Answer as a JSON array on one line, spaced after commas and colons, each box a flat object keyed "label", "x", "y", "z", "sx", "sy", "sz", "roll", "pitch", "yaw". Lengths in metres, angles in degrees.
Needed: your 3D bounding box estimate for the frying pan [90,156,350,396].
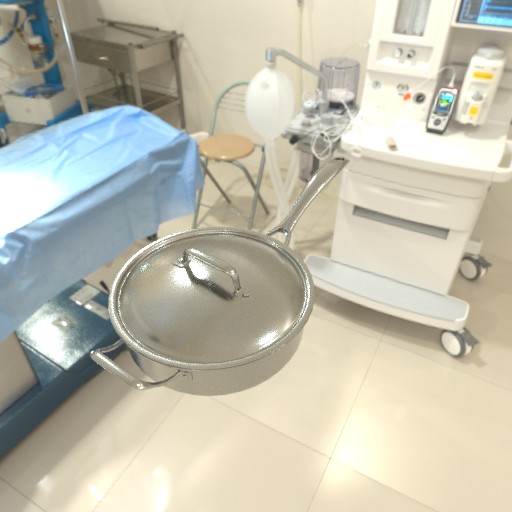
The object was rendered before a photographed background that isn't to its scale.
[{"label": "frying pan", "x": 0.000, "y": 0.000, "z": 0.600, "sx": 0.245, "sy": 0.111, "sz": 0.492, "roll": 24, "pitch": 45, "yaw": 27}]
